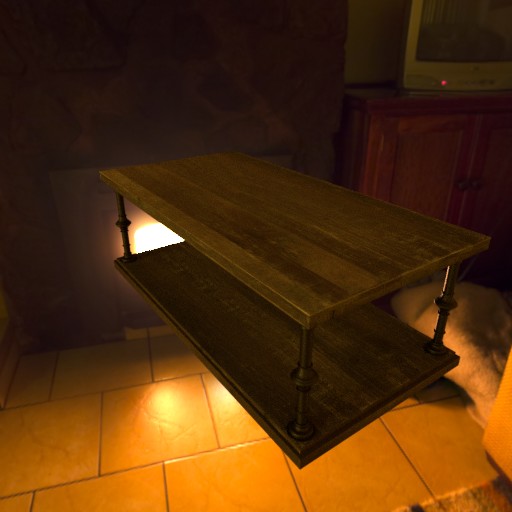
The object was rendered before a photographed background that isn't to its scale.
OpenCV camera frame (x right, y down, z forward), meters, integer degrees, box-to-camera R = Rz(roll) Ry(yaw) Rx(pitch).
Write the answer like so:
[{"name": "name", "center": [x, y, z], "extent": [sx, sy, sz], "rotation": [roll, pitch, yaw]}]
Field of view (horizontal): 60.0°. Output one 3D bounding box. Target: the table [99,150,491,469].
[{"name": "table", "center": [0.000, 0.000, 1.357], "extent": [0.554, 0.373, 1.088], "rotation": [-17, 31, -31]}]
